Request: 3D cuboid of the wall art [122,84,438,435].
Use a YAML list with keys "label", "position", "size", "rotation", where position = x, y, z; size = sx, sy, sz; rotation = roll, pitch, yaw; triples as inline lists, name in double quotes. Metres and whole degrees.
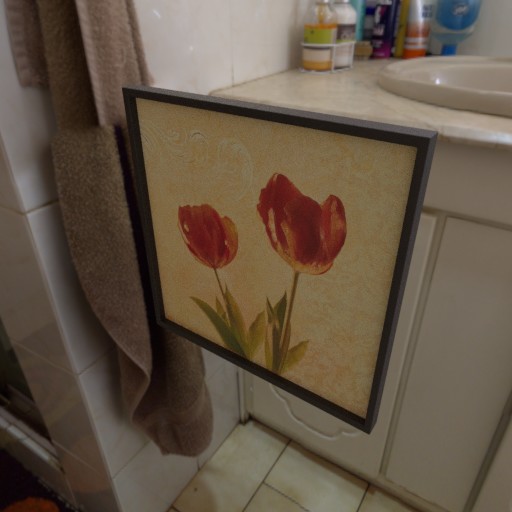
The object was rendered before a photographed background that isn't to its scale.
- label: "wall art"
  position: [0.000, 0.000, 0.525]
  size: [0.349, 0.349, 0.038]
  rotation: [20, 36, 29]
